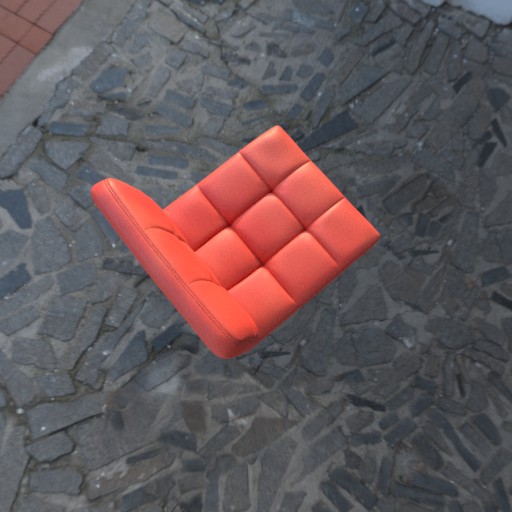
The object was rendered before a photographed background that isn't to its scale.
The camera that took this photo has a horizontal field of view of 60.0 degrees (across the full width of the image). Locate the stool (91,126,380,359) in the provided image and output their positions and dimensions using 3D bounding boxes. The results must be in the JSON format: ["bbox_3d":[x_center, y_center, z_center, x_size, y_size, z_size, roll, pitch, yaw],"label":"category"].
[{"bbox_3d":[0.000,0.000,1.358,0.505,1.115,0.430,-39,80,-8],"label":"stool"}]
